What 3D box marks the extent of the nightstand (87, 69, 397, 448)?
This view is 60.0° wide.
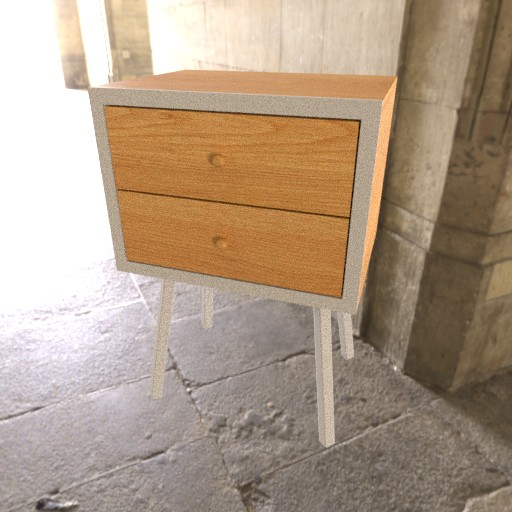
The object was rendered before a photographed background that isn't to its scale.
[{"bbox_3d":[0.000,0.000,0.816,0.400,0.601,0.316,9,29,17],"label":"nightstand"}]
